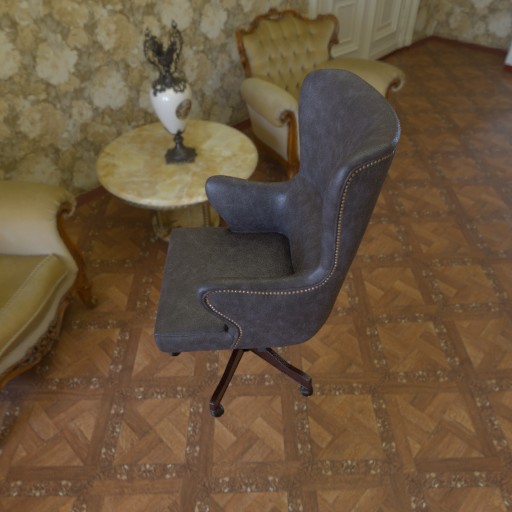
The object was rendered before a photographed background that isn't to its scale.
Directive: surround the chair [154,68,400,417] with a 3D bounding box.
[{"bbox_3d":[0.000,0.000,1.471,0.717,1.037,0.594,-2,41,-2],"label":"chair"}]
